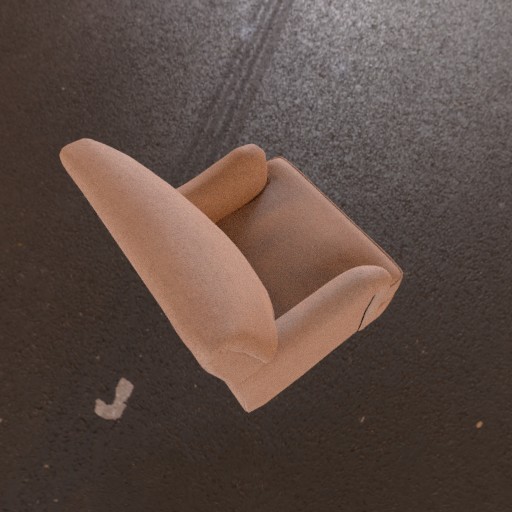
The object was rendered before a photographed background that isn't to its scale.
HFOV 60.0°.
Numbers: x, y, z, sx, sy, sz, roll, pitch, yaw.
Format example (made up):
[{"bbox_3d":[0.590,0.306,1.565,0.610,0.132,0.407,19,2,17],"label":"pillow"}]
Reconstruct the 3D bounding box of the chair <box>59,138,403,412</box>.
[{"bbox_3d":[0.000,0.000,1.804,0.953,1.119,0.879,-32,63,-18],"label":"chair"}]
